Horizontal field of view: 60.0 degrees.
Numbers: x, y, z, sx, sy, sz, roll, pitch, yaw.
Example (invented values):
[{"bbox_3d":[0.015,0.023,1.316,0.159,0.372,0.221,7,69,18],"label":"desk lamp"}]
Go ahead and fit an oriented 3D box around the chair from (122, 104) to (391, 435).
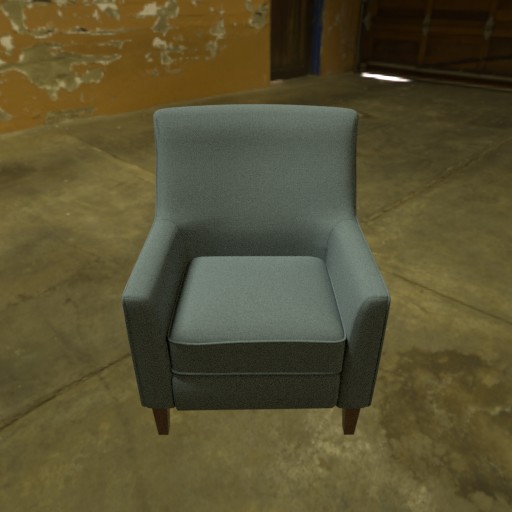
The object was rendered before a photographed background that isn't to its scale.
[{"bbox_3d":[0.000,0.000,1.604,0.756,0.916,0.879,0,30,0],"label":"chair"}]
